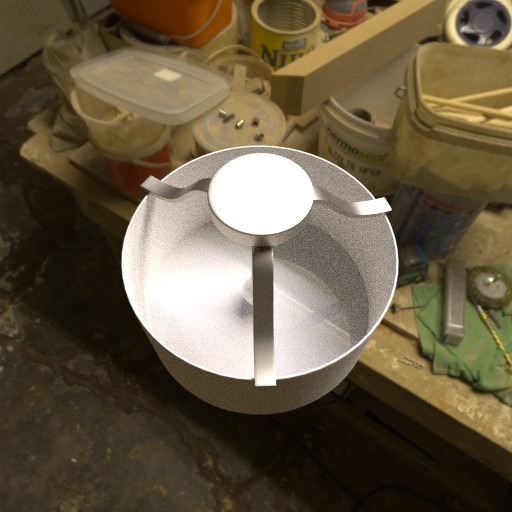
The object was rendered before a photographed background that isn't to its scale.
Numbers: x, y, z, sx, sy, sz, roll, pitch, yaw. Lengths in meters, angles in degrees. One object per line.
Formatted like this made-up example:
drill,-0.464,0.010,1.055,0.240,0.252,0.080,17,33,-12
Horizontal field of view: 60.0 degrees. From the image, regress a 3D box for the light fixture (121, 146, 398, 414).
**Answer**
light fixture,0.000,0.000,0.652,0.395,0.304,0.395,0,58,0
